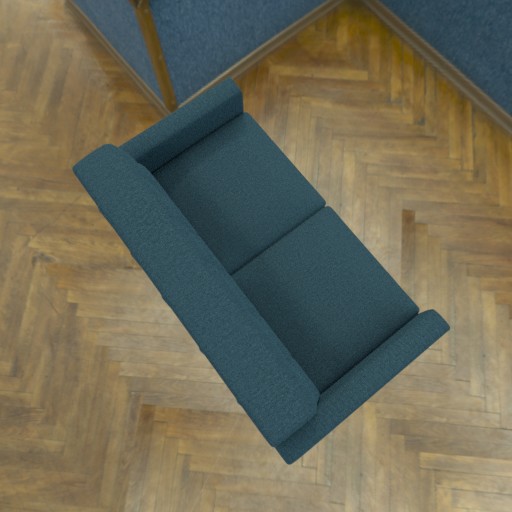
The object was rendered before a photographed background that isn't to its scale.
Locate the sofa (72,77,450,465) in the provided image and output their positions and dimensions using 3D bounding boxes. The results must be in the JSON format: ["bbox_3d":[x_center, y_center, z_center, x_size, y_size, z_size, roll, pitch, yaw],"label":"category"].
[{"bbox_3d":[0.000,0.000,2.193,0.942,0.896,1.651,-36,77,-10],"label":"sofa"}]
